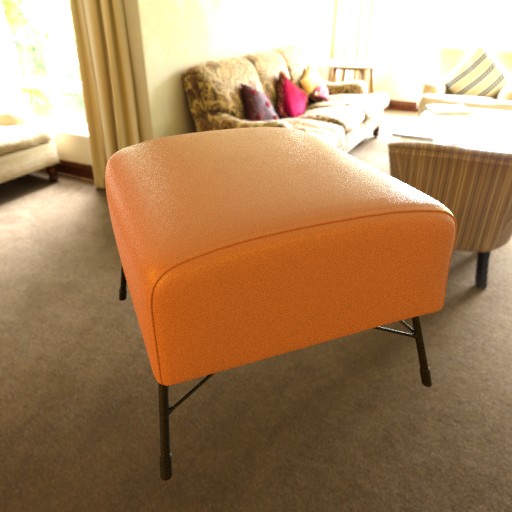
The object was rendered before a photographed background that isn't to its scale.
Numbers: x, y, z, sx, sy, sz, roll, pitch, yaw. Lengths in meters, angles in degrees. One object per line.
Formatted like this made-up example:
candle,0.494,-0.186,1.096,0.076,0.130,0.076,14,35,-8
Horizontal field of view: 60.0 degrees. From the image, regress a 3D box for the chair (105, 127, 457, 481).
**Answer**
chair,0.000,0.000,0.882,0.530,0.410,0.530,-12,32,-19
